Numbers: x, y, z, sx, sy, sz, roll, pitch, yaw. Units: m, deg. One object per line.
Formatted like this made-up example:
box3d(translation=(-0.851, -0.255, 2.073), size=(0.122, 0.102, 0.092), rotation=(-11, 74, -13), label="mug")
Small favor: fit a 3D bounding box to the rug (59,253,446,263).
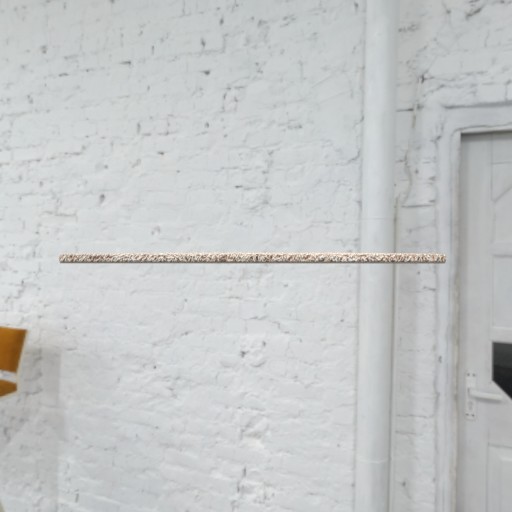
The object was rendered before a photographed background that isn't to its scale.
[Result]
box3d(translation=(0.000, 0.000, 2.268), size=(1.219, 0.030, 1.778), rotation=(0, 1, 1), label="rug")
